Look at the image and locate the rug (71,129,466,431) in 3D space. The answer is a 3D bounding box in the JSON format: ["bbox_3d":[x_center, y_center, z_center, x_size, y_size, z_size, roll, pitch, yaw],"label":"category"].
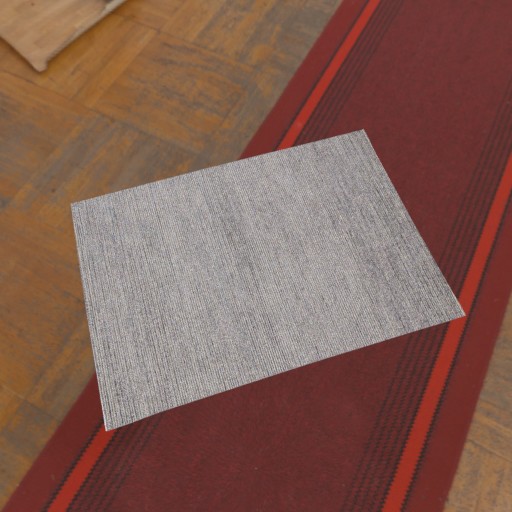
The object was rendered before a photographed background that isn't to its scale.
[{"bbox_3d":[0.000,0.000,3.004,2.307,0.030,1.604,-16,65,-7],"label":"rug"}]
